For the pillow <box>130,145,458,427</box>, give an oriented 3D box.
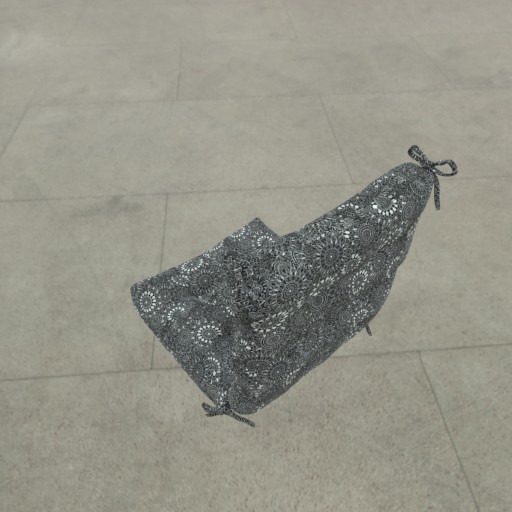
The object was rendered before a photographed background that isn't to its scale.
[{"bbox_3d":[0.000,0.000,1.038,0.519,0.605,0.571,-31,54,-26],"label":"pillow"}]
